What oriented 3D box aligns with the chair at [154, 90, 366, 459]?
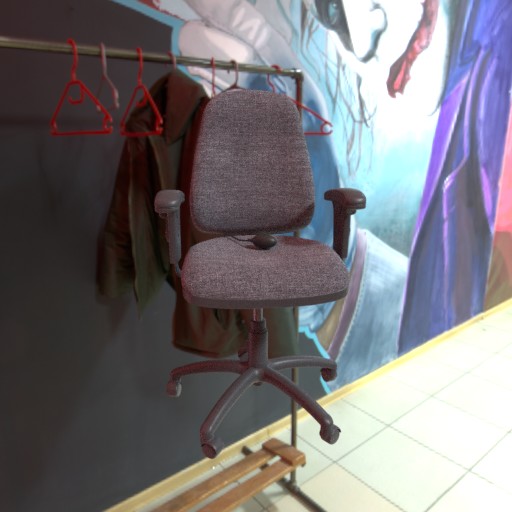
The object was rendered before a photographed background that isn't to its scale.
[{"bbox_3d":[0.000,0.000,1.247,0.550,0.910,0.530,-2,15,-6],"label":"chair"}]
